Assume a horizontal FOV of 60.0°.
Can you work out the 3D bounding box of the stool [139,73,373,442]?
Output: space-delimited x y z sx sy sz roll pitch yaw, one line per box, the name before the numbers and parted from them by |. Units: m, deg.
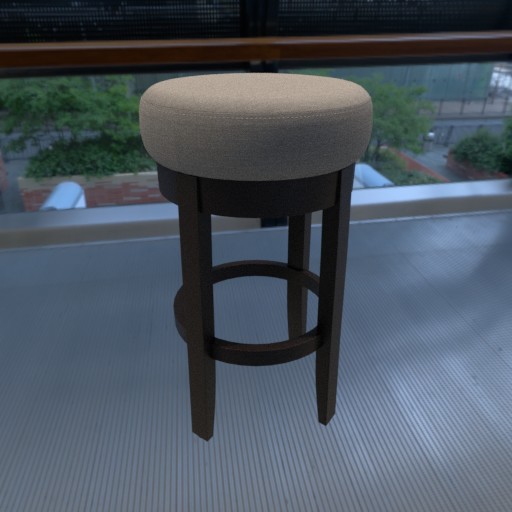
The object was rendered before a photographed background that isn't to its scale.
stool | 0.000 0.000 1.003 0.443 0.757 0.443 0 28 0
